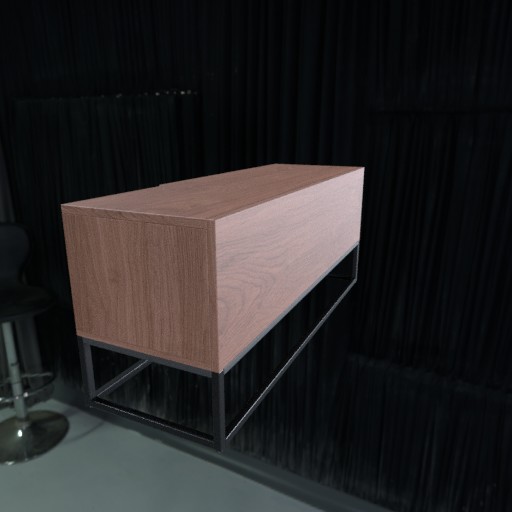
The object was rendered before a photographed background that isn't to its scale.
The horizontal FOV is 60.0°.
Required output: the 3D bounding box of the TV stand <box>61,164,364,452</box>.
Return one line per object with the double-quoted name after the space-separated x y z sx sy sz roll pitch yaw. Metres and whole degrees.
0.000 0.000 1.464 0.415 0.500 1.200 8 18 25 "TV stand"
